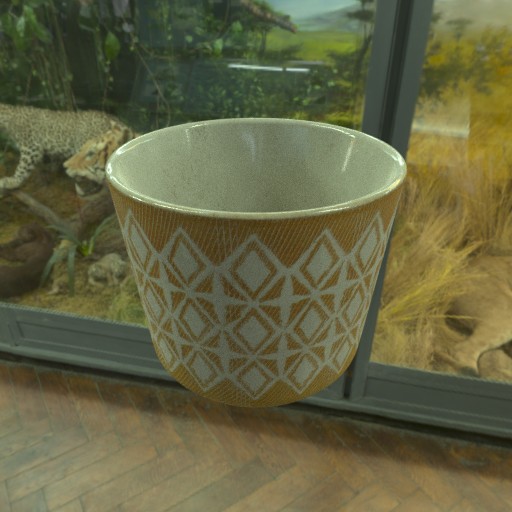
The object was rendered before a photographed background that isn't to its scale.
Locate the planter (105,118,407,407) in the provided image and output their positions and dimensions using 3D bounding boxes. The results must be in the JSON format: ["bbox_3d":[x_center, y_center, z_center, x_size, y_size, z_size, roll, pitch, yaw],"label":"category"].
[{"bbox_3d":[0.000,0.000,0.220,0.126,0.104,0.126,0,31,0],"label":"planter"}]
